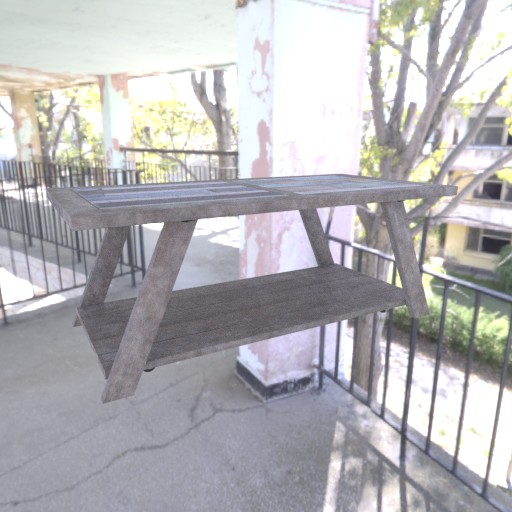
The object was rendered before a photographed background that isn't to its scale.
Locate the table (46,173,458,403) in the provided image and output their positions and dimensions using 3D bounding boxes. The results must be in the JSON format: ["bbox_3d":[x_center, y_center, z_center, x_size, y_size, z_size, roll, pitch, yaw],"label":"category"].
[{"bbox_3d":[0.000,0.000,1.524,1.219,0.470,0.610,-8,17,-28],"label":"table"}]
